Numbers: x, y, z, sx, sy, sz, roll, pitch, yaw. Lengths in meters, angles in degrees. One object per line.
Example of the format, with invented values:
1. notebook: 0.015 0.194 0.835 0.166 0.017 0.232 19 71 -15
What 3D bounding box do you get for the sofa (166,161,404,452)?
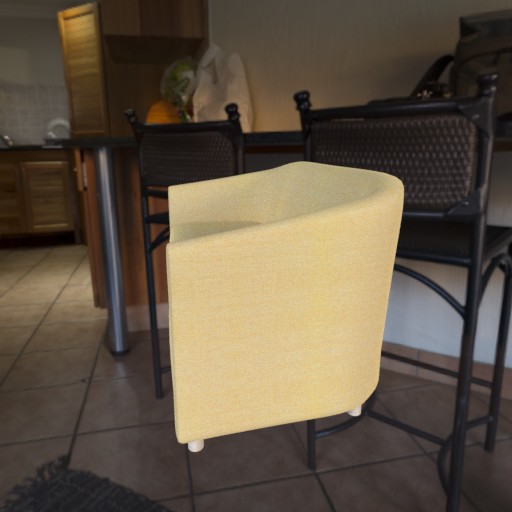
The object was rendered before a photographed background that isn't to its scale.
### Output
1. sofa: 0.000 0.000 1.813 0.705 0.721 1.452 -3 15 -10
